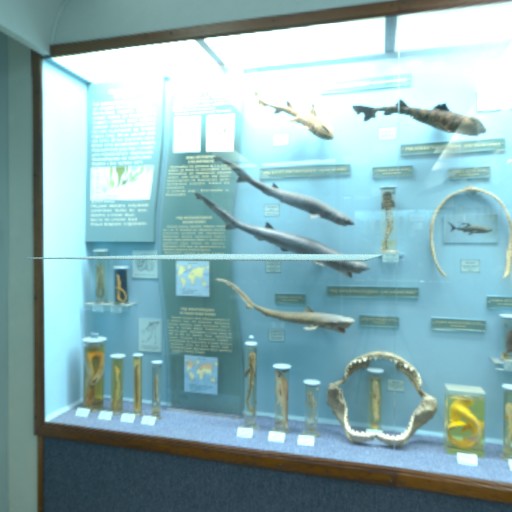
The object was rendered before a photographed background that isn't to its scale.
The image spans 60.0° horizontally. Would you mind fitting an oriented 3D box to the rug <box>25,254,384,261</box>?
[{"bbox_3d":[0.000,0.000,3.730,1.982,0.006,2.895,0,1,18],"label":"rug"}]
